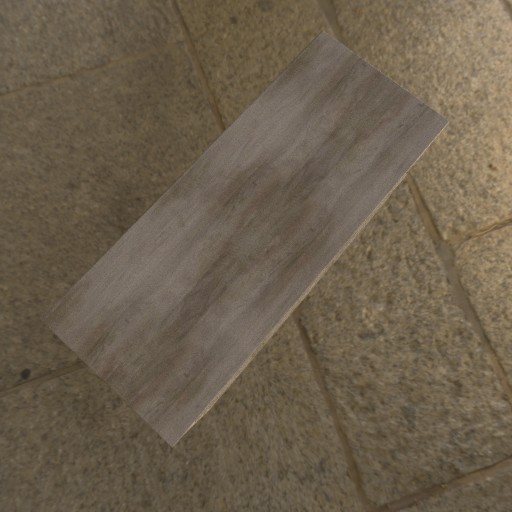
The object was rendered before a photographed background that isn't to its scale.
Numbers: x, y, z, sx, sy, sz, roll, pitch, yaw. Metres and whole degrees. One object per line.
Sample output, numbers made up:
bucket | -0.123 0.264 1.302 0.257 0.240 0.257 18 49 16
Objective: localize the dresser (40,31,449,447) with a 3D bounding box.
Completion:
dresser | 0.000 0.000 1.431 0.404 0.816 0.994 40 80 9
